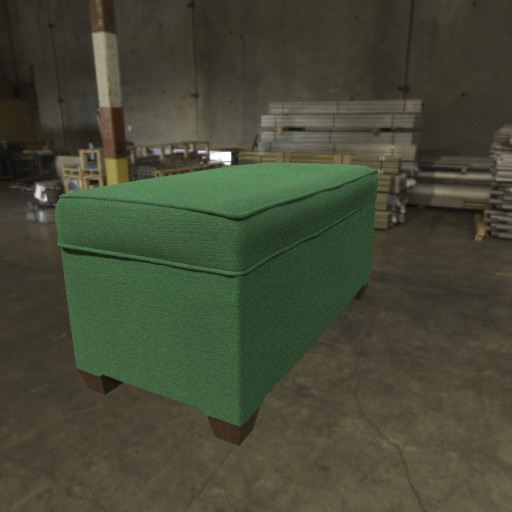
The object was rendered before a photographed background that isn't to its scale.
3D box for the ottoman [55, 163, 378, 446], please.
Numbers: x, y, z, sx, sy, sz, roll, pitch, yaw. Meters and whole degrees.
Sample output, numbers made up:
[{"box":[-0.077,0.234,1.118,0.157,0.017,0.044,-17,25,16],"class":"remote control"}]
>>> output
[{"box":[0.000,0.000,1.244,0.483,0.471,0.957,9,19,27],"class":"ottoman"}]
